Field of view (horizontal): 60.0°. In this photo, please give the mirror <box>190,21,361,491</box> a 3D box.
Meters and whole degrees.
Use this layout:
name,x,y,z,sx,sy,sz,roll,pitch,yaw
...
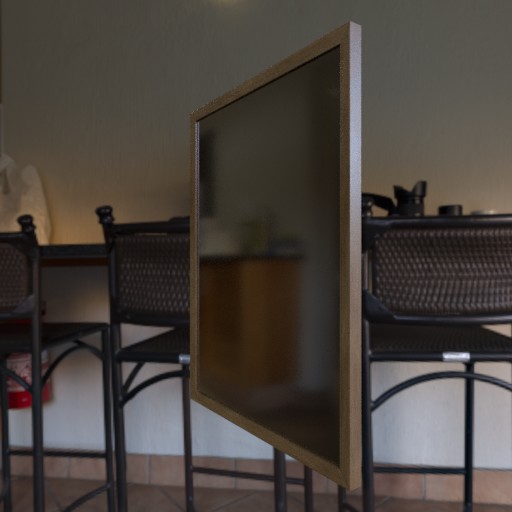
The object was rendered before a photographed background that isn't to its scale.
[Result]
name,x,y,z,sx,sy,sz,roll,pitch,yaw
mirror,0.000,0.000,1.279,0.040,1.016,0.762,0,0,-35
